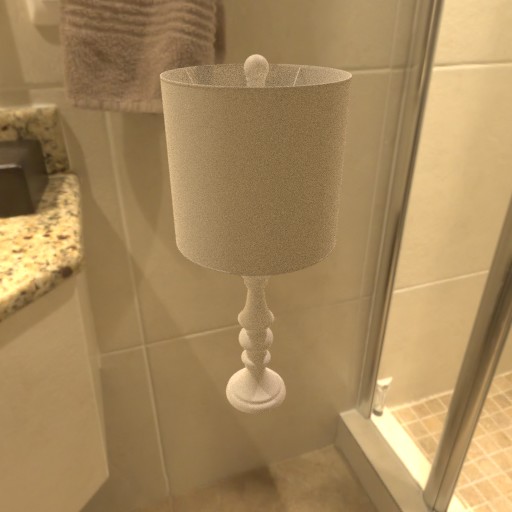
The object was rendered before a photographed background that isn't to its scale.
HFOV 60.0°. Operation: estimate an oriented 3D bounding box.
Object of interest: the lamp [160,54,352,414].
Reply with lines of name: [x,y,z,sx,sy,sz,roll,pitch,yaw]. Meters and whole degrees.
lamp: [0.000,0.000,0.720,0.250,0.597,0.250,17,33,29]
